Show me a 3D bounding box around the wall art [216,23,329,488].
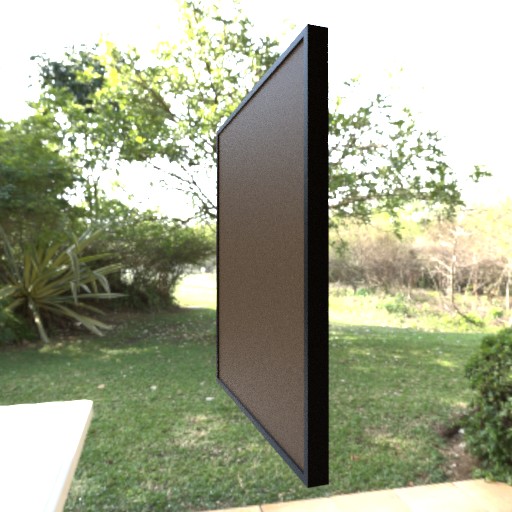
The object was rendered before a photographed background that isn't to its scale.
[{"bbox_3d":[0.000,0.000,0.523,0.019,0.381,0.330,0,0,-18],"label":"wall art"}]
